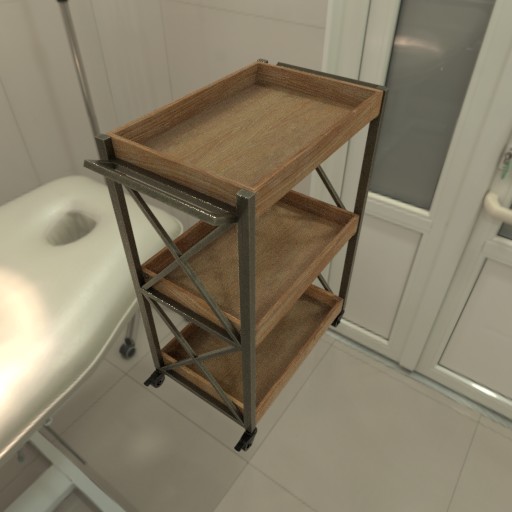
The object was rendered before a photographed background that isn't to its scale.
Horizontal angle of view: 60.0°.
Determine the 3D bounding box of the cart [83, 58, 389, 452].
[{"bbox_3d":[0.000,0.000,1.225,0.377,0.835,0.673,25,47,25],"label":"cart"}]
